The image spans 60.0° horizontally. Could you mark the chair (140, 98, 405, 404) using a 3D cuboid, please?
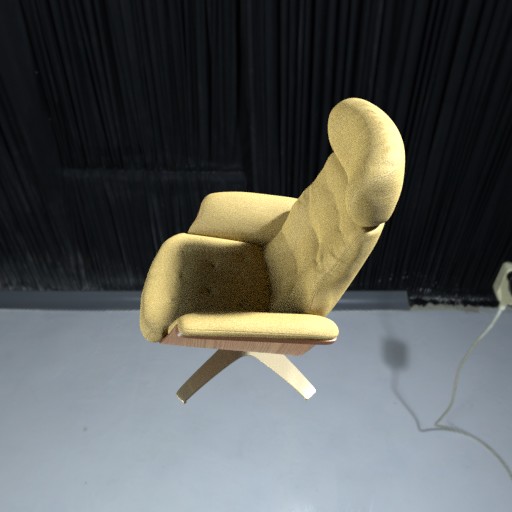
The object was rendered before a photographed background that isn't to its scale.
[{"bbox_3d":[0.000,0.000,1.577,0.837,0.995,0.785,1,39,1],"label":"chair"}]
